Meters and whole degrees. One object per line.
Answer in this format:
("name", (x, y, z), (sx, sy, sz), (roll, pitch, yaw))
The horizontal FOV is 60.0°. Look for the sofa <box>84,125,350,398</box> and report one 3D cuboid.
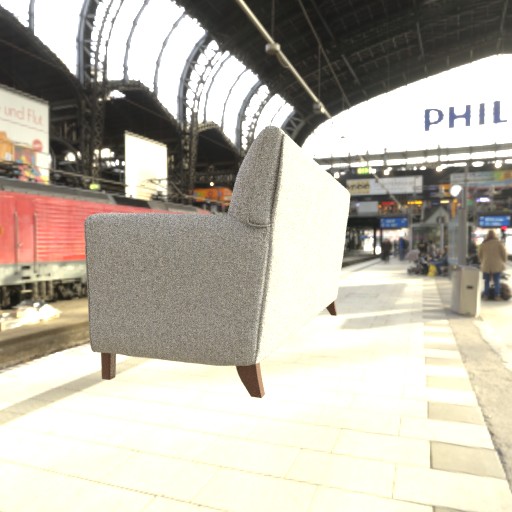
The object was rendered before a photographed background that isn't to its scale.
("sofa", (0.000, 0.000, 2.544), (0.854, 0.942, 2.026), (1, 2, 18))
